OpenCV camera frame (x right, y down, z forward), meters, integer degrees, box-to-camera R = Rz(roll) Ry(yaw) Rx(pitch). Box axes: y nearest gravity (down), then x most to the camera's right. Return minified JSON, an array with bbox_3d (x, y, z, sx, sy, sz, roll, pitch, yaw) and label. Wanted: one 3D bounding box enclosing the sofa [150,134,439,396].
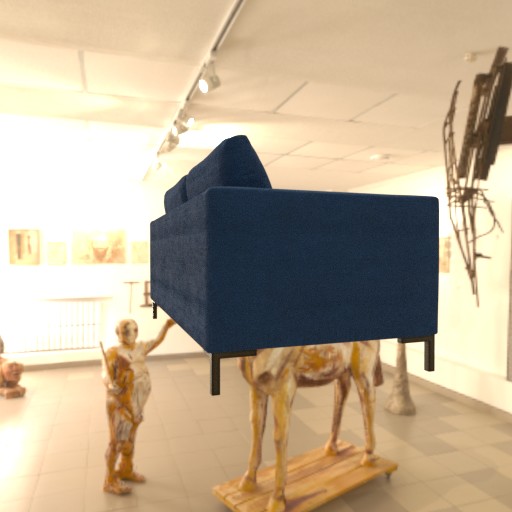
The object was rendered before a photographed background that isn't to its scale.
[{"bbox_3d":[0.000,0.000,2.219,0.875,0.817,1.676,0,1,-19],"label":"sofa"}]
